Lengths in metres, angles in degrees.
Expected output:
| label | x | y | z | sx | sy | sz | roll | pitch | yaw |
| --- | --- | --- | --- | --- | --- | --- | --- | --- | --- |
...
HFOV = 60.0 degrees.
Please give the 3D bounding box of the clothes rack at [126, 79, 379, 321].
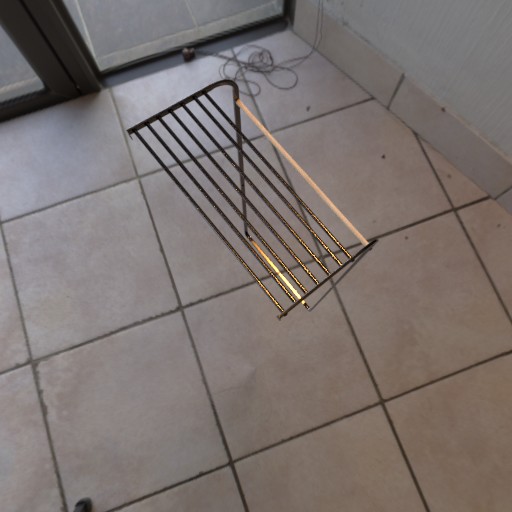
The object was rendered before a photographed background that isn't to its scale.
| label | x | y | z | sx | sy | sz | roll | pitch | yaw |
| --- | --- | --- | --- | --- | --- | --- | --- | --- | --- |
| clothes rack | 0.000 | 0.000 | 1.835 | 0.349 | 1.574 | 0.609 | -38 | 79 | -9 |
